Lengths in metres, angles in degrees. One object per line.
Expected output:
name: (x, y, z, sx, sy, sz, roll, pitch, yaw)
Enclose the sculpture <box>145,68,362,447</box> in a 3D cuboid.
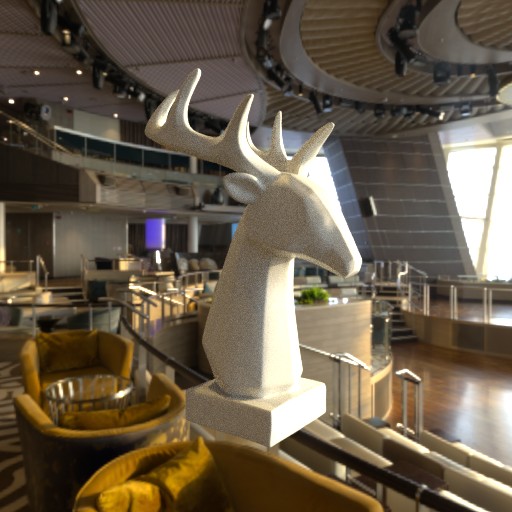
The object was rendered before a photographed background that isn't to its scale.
sculpture: (0.000, 0.000, 0.449, 0.224, 0.329, 0.174, 1, 1, 36)
